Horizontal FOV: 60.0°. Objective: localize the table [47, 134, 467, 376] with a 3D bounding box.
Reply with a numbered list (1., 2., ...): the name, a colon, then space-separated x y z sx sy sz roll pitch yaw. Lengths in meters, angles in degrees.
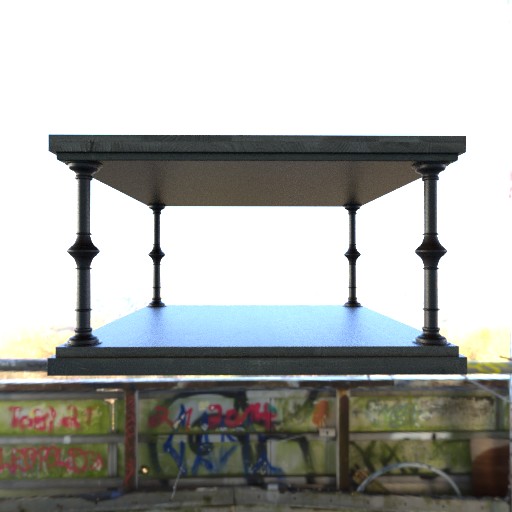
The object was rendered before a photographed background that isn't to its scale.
1. table: 0.000 0.000 1.084 0.696 0.400 0.696 0 0 -1
